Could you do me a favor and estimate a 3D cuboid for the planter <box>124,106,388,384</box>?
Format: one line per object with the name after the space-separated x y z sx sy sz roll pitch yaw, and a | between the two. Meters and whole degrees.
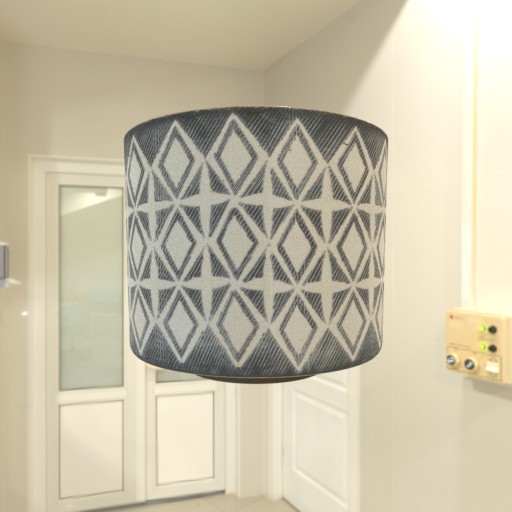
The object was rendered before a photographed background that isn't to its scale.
0.000 0.000 0.337 0.192 0.165 0.192 0 0 0 | planter
